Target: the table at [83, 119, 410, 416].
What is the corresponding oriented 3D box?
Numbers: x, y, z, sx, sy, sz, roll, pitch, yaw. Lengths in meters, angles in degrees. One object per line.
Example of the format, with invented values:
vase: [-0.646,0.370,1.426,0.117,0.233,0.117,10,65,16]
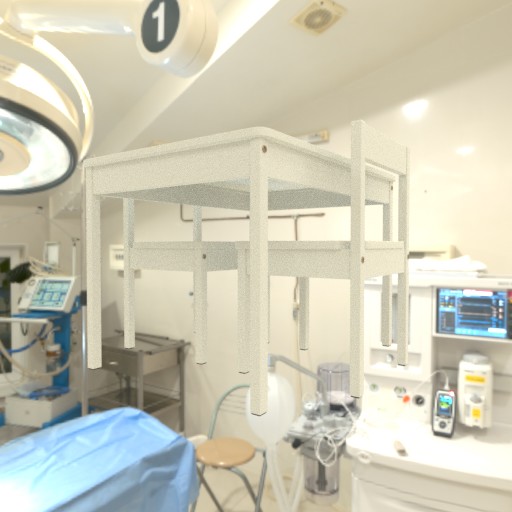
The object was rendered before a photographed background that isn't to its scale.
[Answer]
table: [0.000,0.000,1.107,0.672,0.503,0.650,1,2,36]
